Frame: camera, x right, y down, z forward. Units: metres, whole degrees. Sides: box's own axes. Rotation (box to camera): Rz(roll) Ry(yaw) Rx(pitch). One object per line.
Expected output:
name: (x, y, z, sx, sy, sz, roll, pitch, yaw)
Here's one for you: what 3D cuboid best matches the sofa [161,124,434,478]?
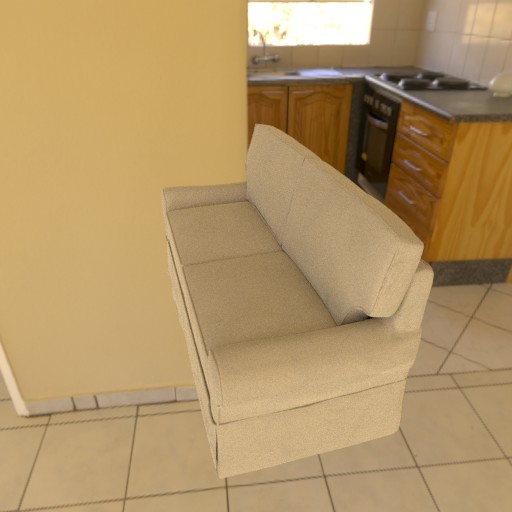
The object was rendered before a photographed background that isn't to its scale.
sofa: (0.000, 0.000, 2.301, 0.841, 1.024, 1.823, -8, 31, -14)
